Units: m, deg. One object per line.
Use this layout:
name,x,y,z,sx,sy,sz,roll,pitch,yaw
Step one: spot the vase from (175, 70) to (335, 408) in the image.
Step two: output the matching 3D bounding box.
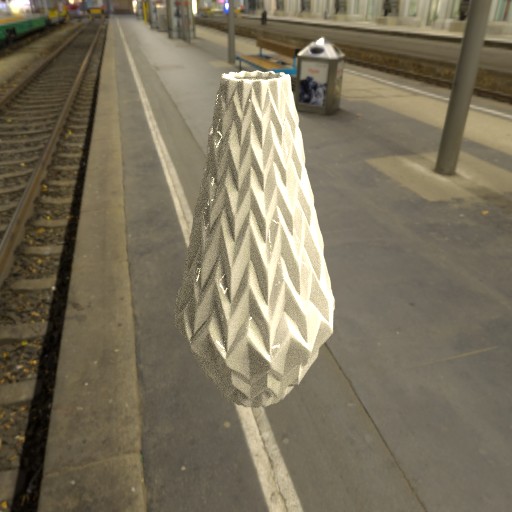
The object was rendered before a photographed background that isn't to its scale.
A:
vase,0.000,0.000,0.430,0.167,0.328,0.167,0,30,0
